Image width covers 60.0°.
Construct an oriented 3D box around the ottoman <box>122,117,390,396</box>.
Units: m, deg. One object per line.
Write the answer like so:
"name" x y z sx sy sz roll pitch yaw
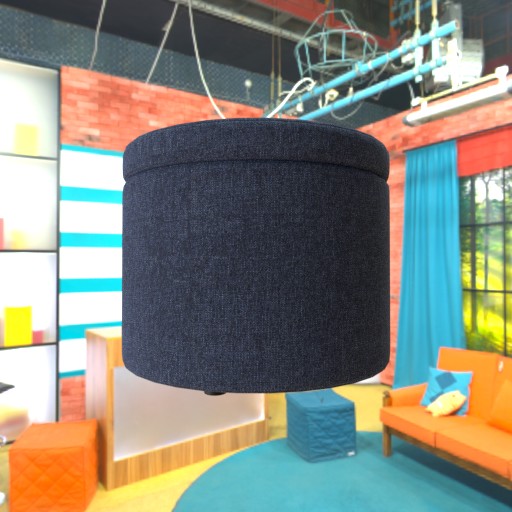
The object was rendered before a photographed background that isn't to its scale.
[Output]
"ottoman" 0.000 0.000 0.864 0.500 0.419 0.500 0 -1 0
